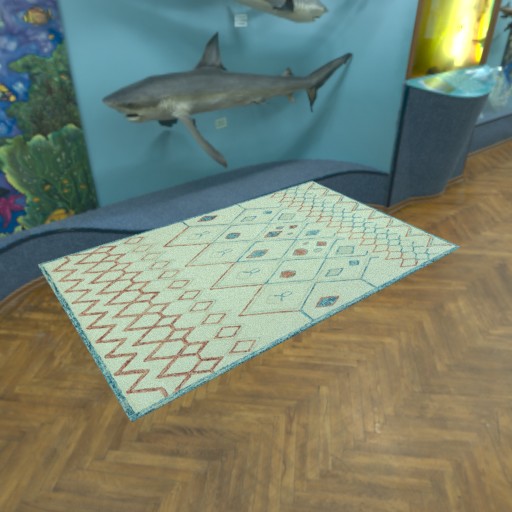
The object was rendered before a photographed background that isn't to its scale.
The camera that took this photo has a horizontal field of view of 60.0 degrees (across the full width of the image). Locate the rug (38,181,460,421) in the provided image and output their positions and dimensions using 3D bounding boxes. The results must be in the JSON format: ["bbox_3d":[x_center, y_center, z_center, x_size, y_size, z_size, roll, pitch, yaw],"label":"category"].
[{"bbox_3d":[0.000,0.000,3.011,2.438,0.015,1.524,-21,37,-30],"label":"rug"}]
